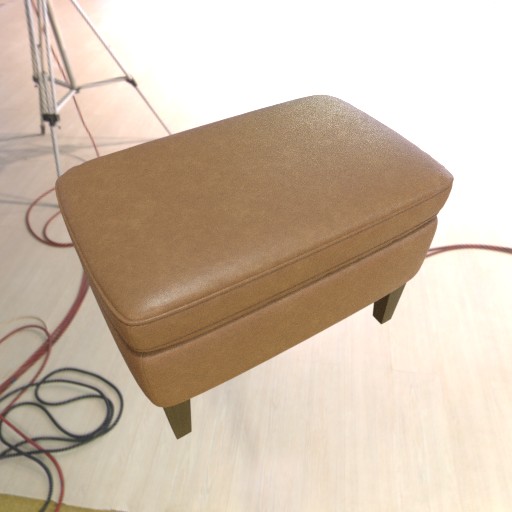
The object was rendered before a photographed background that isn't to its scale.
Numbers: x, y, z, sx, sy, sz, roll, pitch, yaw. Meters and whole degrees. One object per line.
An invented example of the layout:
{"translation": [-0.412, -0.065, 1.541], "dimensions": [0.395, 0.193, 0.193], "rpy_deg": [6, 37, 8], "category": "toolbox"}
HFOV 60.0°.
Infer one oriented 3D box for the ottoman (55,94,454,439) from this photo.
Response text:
{"translation": [0.000, 0.000, 0.963], "dimensions": [0.670, 0.480, 0.420], "rpy_deg": [-23, 51, -21], "category": "ottoman"}
